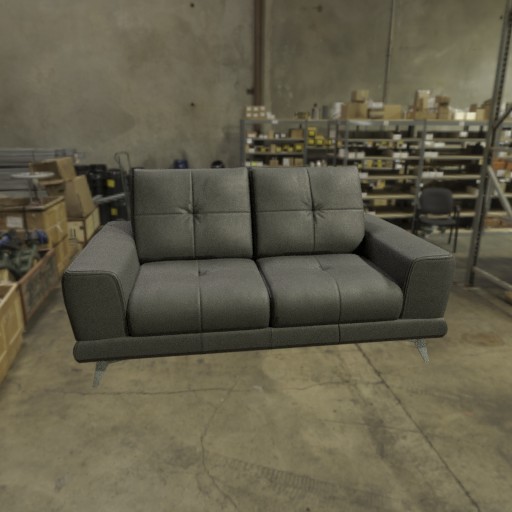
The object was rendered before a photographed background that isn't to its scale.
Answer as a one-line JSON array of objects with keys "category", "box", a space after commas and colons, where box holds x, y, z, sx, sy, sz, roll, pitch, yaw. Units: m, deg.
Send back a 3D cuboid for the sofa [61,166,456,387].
[{"category": "sofa", "box": [0.000, 0.000, 2.432, 1.806, 0.907, 1.018, -2, 17, -8]}]
